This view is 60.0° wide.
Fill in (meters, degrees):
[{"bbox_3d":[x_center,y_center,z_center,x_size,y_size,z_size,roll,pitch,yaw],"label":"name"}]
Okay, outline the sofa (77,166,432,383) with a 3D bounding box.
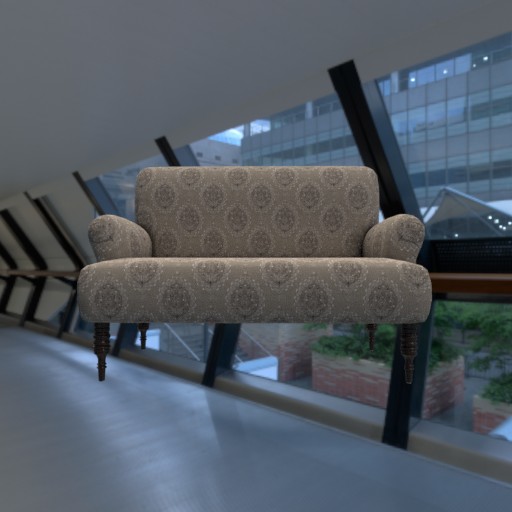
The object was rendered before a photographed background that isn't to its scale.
[{"bbox_3d":[0.000,0.000,1.860,1.297,0.889,0.779,0,0,1],"label":"sofa"}]
